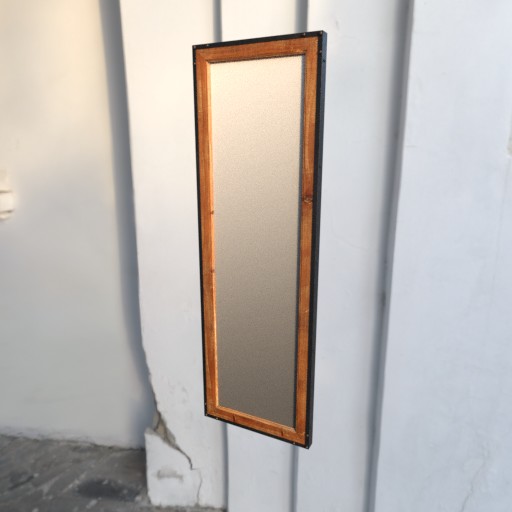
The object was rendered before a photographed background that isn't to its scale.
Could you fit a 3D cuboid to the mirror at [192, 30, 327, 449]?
[{"bbox_3d":[0.000,0.000,1.200,0.354,1.080,0.042,7,16,26],"label":"mirror"}]
